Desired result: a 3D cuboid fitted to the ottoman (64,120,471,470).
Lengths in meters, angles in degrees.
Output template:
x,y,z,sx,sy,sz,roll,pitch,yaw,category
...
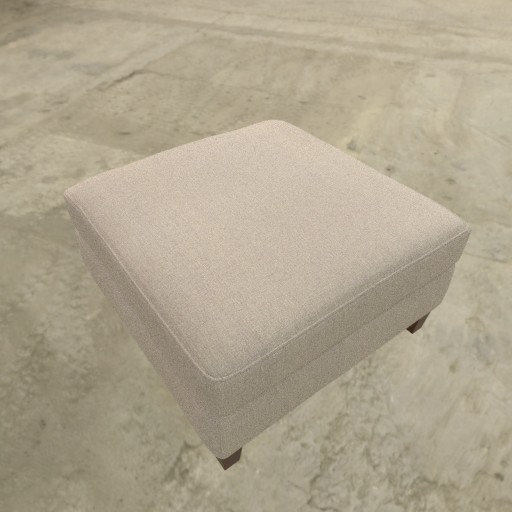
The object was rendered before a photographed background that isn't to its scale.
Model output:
x,y,z,sx,sy,sz,roll,pitch,yaw,category
0.000,0.000,1.340,0.838,0.481,0.838,-26,48,-27,ottoman
